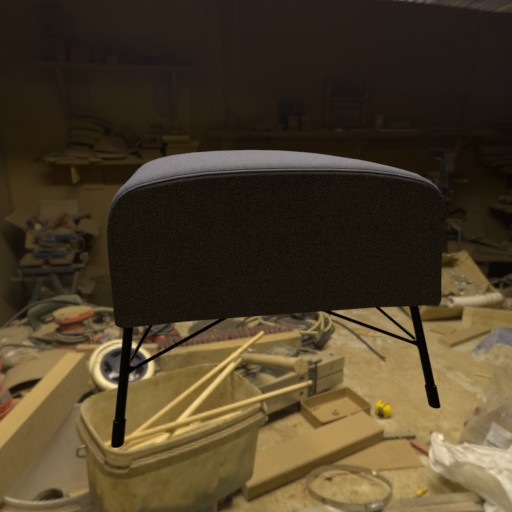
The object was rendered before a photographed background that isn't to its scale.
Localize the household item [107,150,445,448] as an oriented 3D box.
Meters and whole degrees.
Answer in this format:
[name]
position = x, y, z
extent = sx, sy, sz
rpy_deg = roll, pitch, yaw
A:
[household item]
position = 0.000, 0.000, 0.886
extent = 0.530, 0.410, 0.530
rpy_deg = -3, 15, -10
